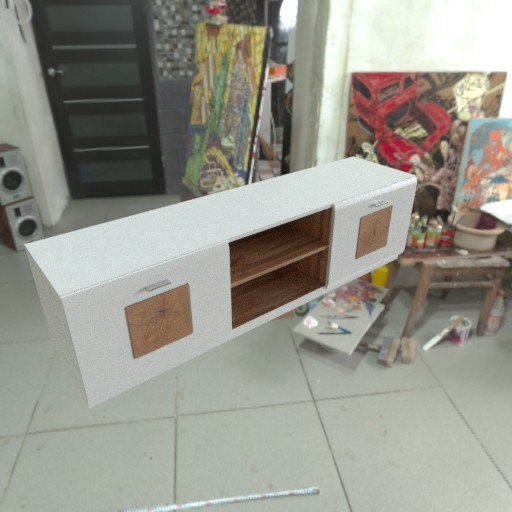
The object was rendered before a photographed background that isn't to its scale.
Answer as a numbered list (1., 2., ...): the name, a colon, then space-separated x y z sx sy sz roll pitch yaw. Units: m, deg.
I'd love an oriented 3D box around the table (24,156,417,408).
1. table: 0.000 0.000 1.788 1.550 0.440 0.400 -21 35 -32
